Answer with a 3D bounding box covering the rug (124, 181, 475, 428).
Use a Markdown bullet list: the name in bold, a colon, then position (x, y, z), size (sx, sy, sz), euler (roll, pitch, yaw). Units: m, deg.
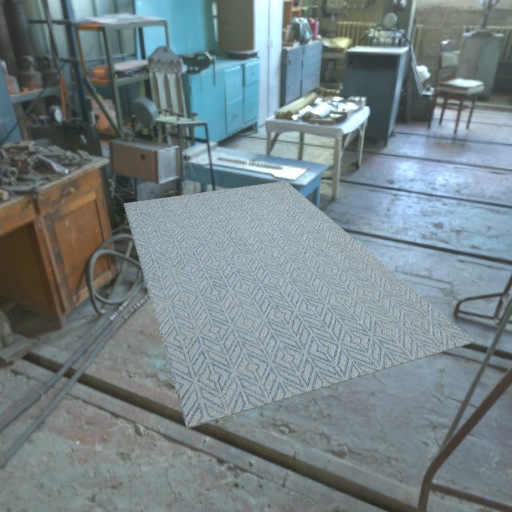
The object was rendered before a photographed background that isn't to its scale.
- **rug**: position (0.000, 0.000, 3.061), size (1.526, 0.008, 2.441), euler (-11, 32, -17)
